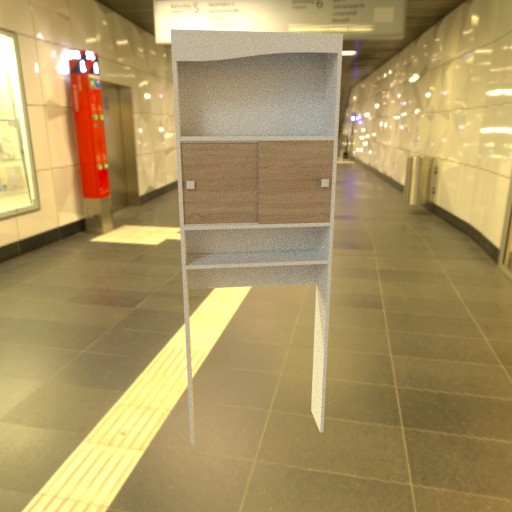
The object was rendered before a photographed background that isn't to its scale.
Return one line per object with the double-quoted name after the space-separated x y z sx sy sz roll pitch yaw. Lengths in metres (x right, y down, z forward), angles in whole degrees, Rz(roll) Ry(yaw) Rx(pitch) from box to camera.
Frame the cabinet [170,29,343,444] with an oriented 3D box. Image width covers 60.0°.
0.000 0.000 1.958 0.643 1.770 0.192 -2 16 -7 "cabinet"
